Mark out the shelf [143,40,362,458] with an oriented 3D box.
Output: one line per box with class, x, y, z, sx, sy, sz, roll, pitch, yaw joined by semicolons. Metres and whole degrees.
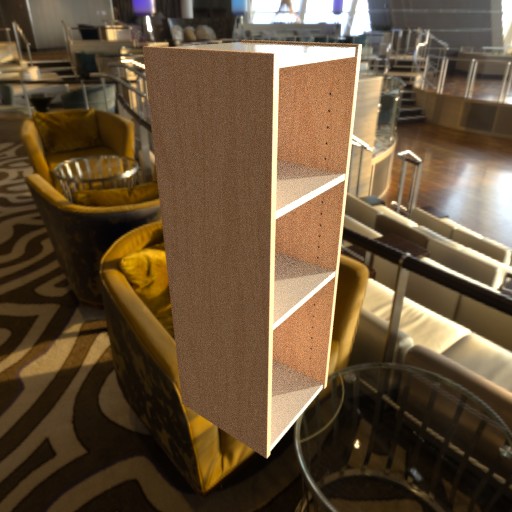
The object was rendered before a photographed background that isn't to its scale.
shelf;0.000;0.000;1.047;0.290;0.900;0.300;20;34;32
